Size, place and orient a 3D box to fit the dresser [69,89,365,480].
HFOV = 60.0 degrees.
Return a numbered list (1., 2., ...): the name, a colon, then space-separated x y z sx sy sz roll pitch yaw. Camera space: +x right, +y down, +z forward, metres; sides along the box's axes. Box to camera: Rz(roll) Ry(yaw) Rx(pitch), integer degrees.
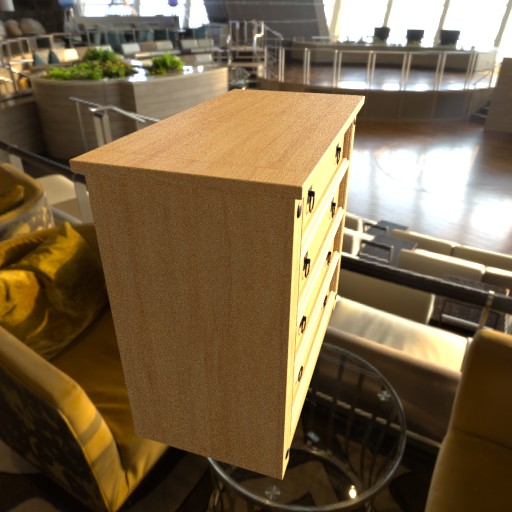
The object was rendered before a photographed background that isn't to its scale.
1. dresser: 0.000 0.000 1.212 0.410 0.730 0.800 9 31 16
